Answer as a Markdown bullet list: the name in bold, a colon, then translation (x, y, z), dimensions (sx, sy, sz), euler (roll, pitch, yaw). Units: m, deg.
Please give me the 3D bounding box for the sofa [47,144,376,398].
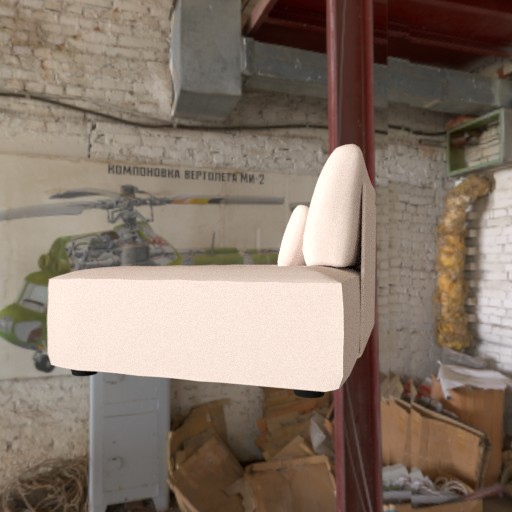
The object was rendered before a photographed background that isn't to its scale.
- **sofa**: translation (0.000, 0.000, 2.016), dimensions (1.000, 0.820, 1.450), euler (0, -1, 18)
